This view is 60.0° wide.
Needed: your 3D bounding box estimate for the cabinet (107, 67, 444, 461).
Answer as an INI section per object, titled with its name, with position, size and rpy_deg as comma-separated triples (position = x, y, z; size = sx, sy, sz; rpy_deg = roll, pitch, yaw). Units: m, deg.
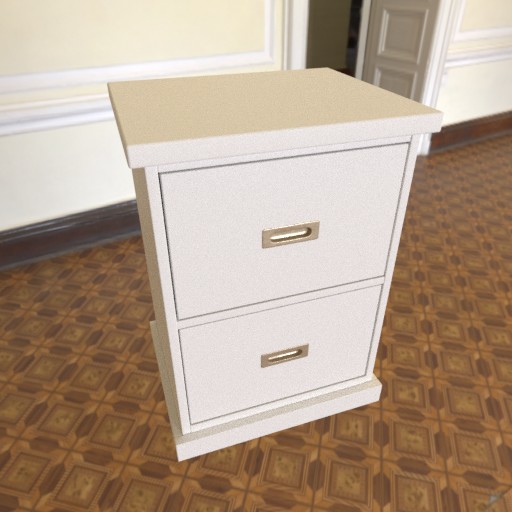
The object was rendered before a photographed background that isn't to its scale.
[cabinet]
position = 0.000, 0.000, 1.034
size = 0.520, 0.723, 0.431
rpy_deg = -11, 34, -16
